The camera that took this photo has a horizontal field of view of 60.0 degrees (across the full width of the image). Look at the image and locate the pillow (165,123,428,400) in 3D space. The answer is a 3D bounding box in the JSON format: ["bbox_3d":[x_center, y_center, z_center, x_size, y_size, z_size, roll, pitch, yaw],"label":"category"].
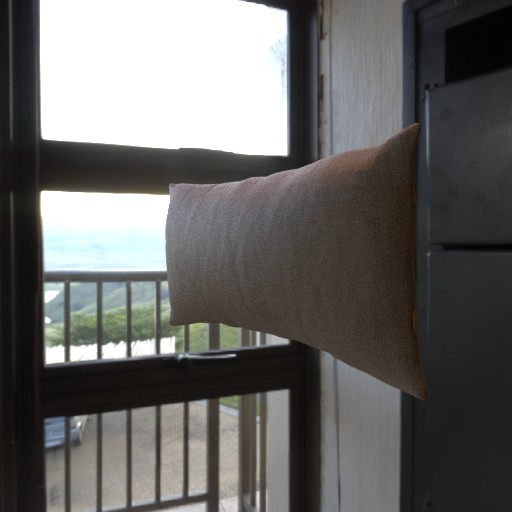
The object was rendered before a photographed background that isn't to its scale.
[{"bbox_3d":[0.000,0.000,0.722,0.148,0.308,0.612,-1,1,-37],"label":"pillow"}]
